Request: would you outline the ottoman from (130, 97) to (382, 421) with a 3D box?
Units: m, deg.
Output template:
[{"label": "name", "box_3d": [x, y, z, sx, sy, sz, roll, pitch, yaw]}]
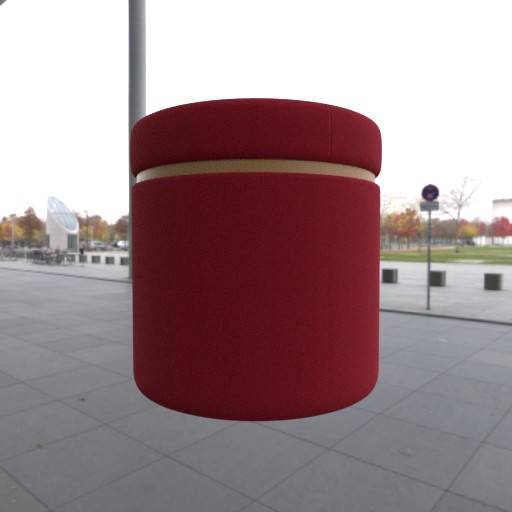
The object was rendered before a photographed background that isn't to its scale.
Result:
[{"label": "ottoman", "box_3d": [0.000, 0.000, 0.735, 0.400, 0.406, 0.400, 0, 2, 0]}]
